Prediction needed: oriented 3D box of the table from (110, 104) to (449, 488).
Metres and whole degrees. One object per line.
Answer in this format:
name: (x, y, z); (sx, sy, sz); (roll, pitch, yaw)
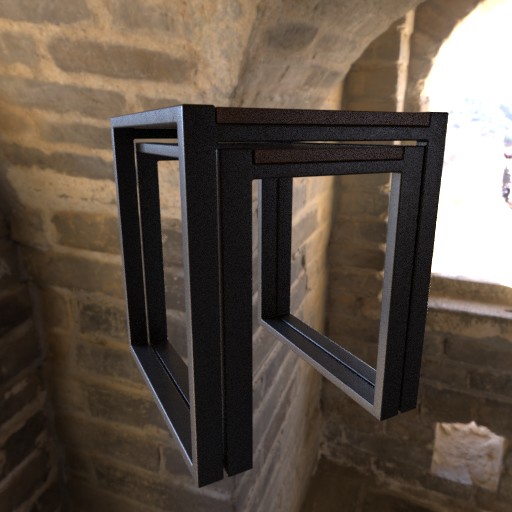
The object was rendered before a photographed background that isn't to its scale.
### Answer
table: (0.000, 0.000, 0.906); (0.449, 0.550, 0.500); (-8, 17, -26)
